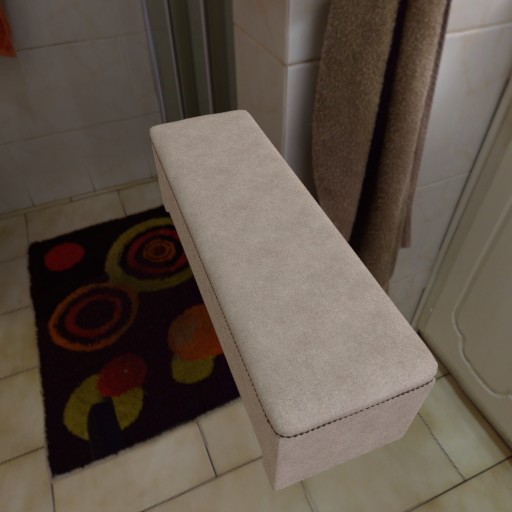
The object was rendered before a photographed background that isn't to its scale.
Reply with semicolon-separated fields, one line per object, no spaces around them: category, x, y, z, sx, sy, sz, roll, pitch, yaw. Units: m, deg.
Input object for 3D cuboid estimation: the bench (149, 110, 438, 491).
bench;0.000;0.000;1.691;0.470;0.447;1.482;-16;48;-15
